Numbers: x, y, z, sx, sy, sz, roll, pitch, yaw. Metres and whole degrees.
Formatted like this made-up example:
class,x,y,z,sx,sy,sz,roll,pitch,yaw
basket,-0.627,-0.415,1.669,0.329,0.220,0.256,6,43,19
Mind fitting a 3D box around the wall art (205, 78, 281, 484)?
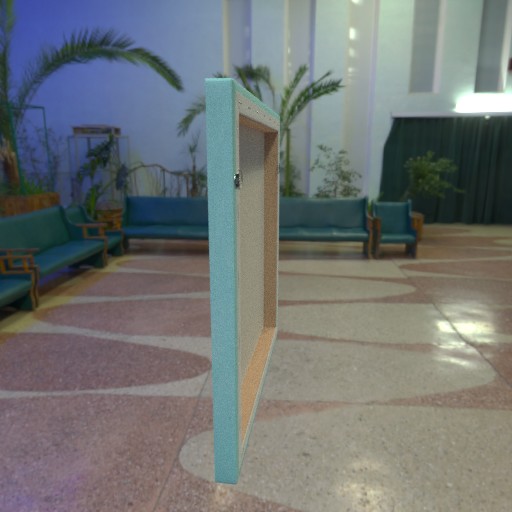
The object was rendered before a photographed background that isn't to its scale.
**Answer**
class,x,y,z,sx,sy,sz,roll,pitch,yaw
wall art,0.000,0.000,1.170,0.054,0.766,0.765,2,13,8
